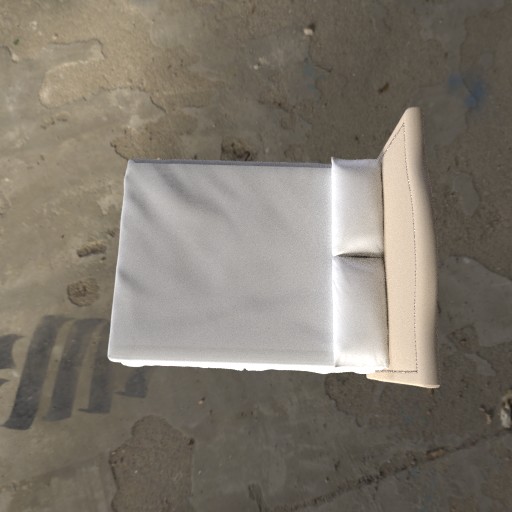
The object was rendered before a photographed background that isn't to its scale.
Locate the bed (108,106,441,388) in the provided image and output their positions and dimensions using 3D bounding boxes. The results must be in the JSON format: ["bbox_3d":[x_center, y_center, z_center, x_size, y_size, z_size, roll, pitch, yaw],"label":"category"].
[{"bbox_3d":[0.000,0.000,3.283,2.143,1.460,1.753,2,76,0],"label":"bed"}]
